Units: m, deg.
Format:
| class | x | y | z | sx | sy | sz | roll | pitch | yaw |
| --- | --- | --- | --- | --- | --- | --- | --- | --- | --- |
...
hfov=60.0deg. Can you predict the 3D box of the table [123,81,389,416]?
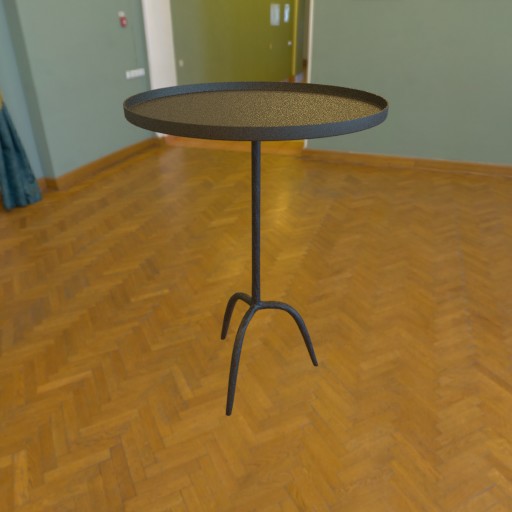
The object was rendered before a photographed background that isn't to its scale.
| class | x | y | z | sx | sy | sz | roll | pitch | yaw |
| --- | --- | --- | --- | --- | --- | --- | --- | --- | --- |
| table | 0.000 | 0.000 | 1.031 | 0.502 | 0.700 | 0.502 | 9 | 30 | 15 |
